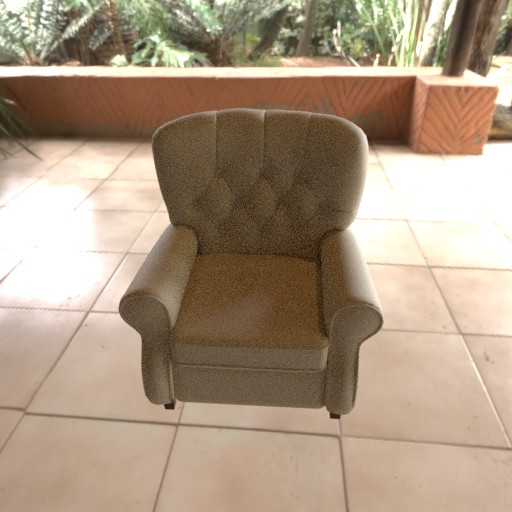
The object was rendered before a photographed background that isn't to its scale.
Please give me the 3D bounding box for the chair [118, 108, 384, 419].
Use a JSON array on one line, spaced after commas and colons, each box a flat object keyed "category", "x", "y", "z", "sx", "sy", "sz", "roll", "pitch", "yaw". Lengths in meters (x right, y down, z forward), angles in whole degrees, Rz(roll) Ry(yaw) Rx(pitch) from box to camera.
[{"category": "chair", "x": 0.000, "y": 0.000, "z": 2.111, "sx": 1.035, "sy": 1.169, "sz": 1.132, "roll": 2, "pitch": 31, "yaw": 3}]
